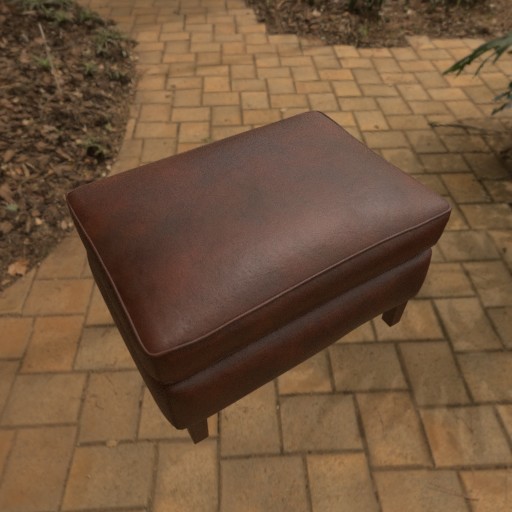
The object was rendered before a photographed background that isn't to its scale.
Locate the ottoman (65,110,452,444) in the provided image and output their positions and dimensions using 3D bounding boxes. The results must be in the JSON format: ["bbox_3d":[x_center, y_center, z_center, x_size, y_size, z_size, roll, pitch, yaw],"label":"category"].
[{"bbox_3d":[0.000,0.000,1.005,0.665,0.432,0.501,-24,51,-21],"label":"ottoman"}]
